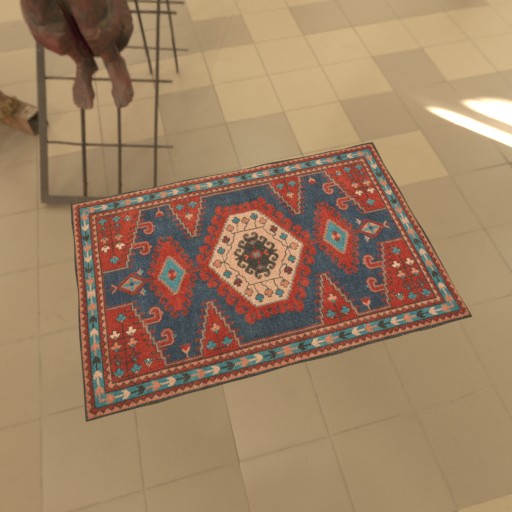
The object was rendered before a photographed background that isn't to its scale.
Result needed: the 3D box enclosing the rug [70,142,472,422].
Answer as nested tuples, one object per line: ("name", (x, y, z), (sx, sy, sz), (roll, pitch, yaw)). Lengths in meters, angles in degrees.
("rug", (0.000, 0.000, 2.292), (1.820, 0.012, 1.207), (-13, 59, -8))
